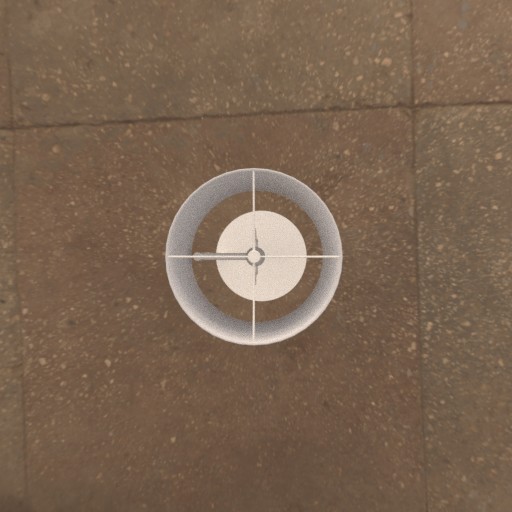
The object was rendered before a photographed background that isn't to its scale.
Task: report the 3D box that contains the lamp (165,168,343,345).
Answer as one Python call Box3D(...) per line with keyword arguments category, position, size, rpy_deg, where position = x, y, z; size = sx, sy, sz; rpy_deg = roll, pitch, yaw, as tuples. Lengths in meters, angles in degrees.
Box3D(category="lamp", position=(0.000, 0.000, 1.662), size=(0.405, 1.465, 0.372), rpy_deg=(0, 90, 1))
